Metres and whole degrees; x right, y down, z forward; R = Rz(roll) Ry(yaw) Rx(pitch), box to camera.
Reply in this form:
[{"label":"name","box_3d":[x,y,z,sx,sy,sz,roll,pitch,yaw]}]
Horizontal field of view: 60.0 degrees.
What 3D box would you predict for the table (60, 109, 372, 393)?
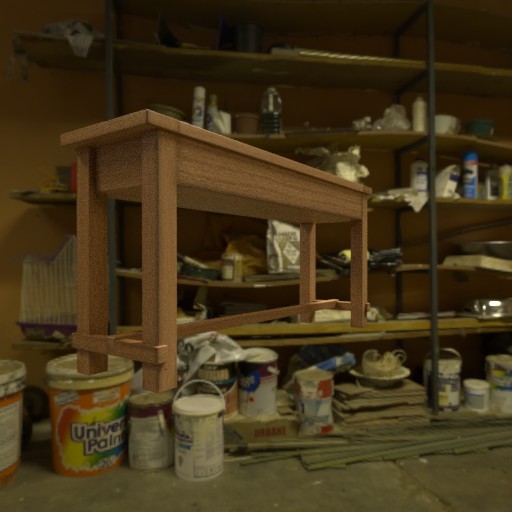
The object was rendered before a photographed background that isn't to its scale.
[{"label":"table","box_3d":[0.000,0.000,1.939,0.442,0.762,1.599,0,-1,36]}]
